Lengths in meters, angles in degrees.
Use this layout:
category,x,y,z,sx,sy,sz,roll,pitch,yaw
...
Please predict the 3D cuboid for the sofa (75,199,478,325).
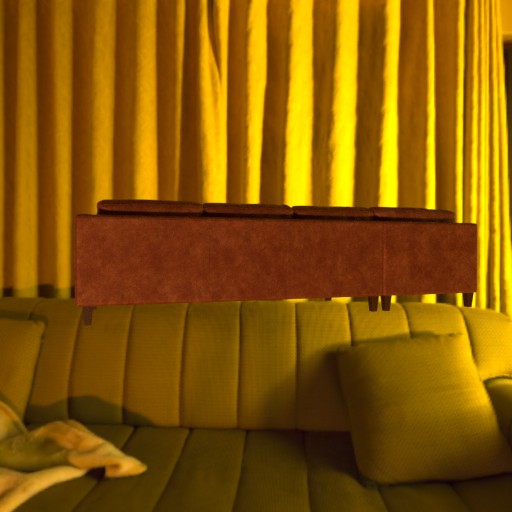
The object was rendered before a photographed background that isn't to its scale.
category,x,y,z,sx,sy,sz,roll,pitch,yaw
sofa,0.000,0.000,4.405,3.150,0.838,2.438,0,1,-17
